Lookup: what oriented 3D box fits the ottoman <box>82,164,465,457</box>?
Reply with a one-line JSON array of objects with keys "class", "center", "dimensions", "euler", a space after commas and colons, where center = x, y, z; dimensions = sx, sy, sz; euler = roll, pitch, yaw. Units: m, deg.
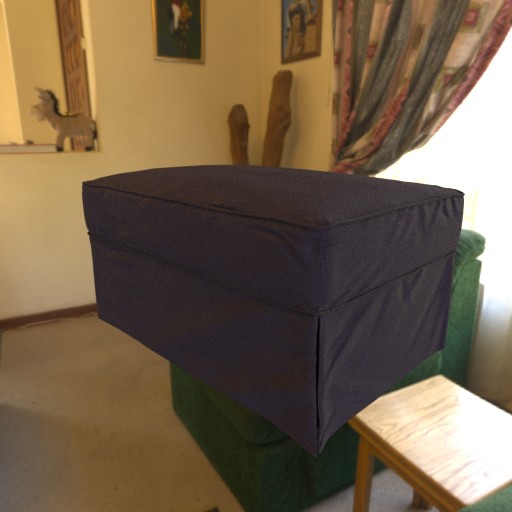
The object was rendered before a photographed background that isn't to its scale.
[{"class": "ottoman", "center": [0.000, 0.000, 1.279], "dimensions": [0.637, 0.503, 0.938], "euler": [-15, 22, -43]}]
